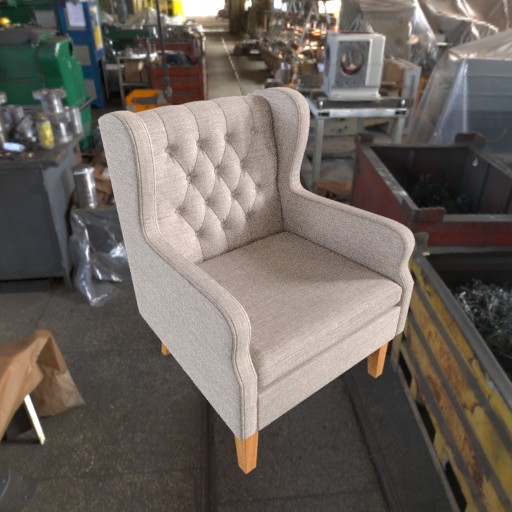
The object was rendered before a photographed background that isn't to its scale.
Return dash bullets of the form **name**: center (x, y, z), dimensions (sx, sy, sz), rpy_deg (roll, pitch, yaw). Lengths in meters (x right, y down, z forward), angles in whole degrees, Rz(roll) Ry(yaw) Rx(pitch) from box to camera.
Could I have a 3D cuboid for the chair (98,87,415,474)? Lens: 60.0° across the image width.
- **chair**: center (0.000, 0.000, 1.463), dimensions (0.710, 0.930, 0.760), rpy_deg (-22, 37, -33)
